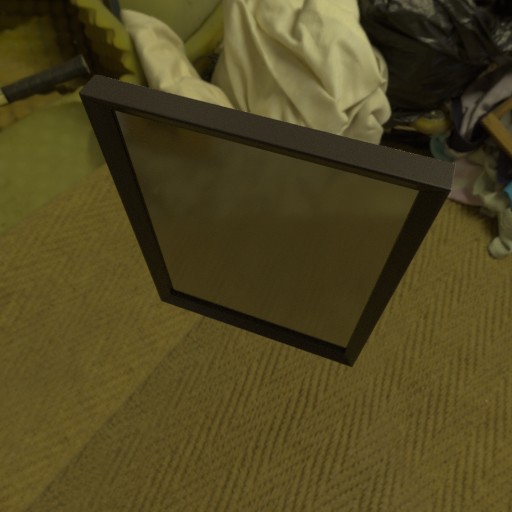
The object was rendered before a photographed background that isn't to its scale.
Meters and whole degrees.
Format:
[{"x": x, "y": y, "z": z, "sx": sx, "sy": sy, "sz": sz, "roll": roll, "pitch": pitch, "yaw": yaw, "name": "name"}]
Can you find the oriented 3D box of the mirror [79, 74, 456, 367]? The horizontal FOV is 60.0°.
[{"x": 0.000, "y": 0.000, "z": 0.677, "sx": 0.406, "sy": 0.509, "sz": 0.041, "roll": 17, "pitch": 59, "yaw": 11, "name": "mirror"}]
